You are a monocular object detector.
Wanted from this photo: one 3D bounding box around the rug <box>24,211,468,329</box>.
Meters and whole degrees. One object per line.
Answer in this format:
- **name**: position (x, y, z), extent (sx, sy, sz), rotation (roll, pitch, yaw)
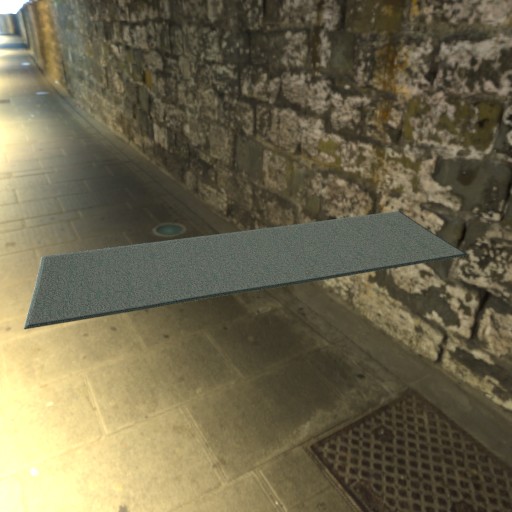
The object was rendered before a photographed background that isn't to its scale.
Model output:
- **rug**: position (0.000, 0.000, 2.379), extent (2.196, 0.011, 0.662), rotation (-8, 29, -15)
